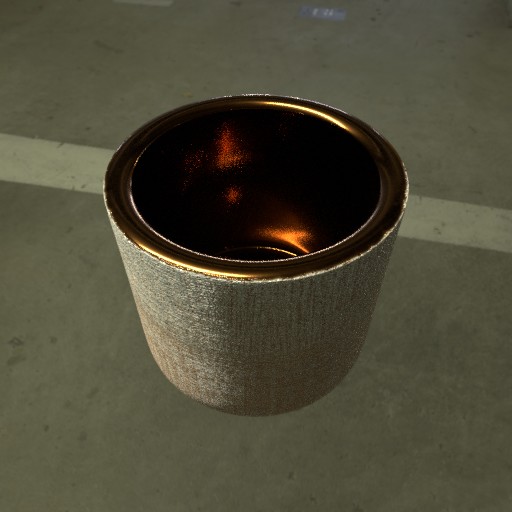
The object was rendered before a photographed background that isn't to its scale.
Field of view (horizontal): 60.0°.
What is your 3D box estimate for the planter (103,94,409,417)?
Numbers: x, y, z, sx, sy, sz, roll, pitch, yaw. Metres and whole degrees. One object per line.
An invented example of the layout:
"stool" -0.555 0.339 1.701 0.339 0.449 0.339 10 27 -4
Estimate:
"planter" 0.000 0.000 0.315 0.177 0.157 0.177 0 47 0
